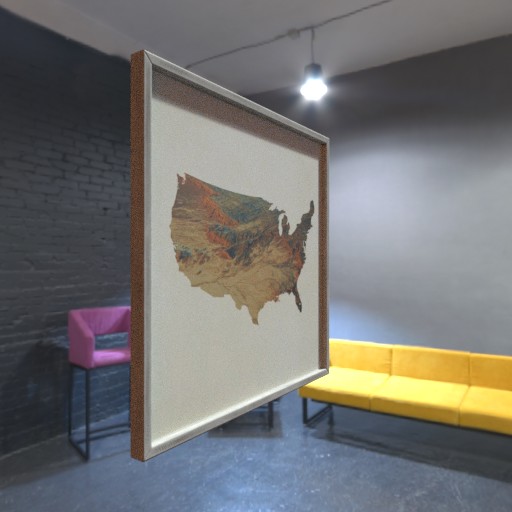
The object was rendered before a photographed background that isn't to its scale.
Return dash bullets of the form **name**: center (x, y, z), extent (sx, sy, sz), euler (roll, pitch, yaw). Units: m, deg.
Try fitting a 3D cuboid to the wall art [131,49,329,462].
- **wall art**: center (0.000, 0.000, 0.451), extent (0.015, 0.303, 0.303), euler (0, 0, 36)
